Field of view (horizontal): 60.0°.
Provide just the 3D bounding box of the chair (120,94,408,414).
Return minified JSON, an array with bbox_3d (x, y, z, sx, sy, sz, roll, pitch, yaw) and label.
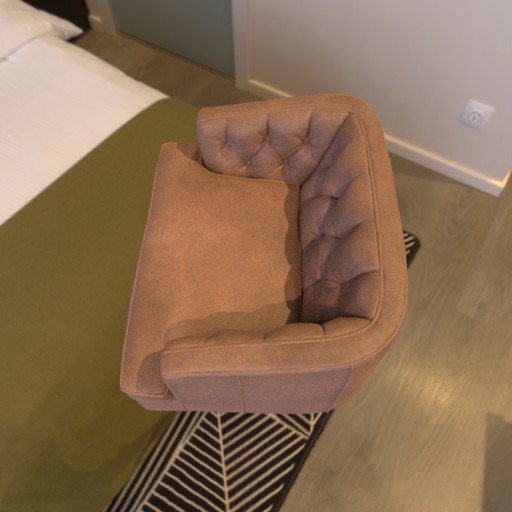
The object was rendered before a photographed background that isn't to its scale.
[{"bbox_3d":[0.000,0.000,1.729,0.914,0.787,1.118,1,59,1],"label":"chair"}]
